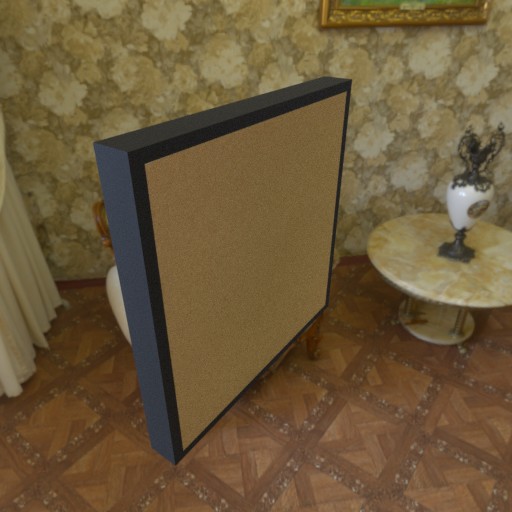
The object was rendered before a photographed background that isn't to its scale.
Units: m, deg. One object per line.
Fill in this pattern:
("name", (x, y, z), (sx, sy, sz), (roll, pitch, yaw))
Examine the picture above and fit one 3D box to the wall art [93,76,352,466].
("wall art", (0.000, 0.000, 0.455), (0.033, 0.304, 0.305), (21, 37, 30))
